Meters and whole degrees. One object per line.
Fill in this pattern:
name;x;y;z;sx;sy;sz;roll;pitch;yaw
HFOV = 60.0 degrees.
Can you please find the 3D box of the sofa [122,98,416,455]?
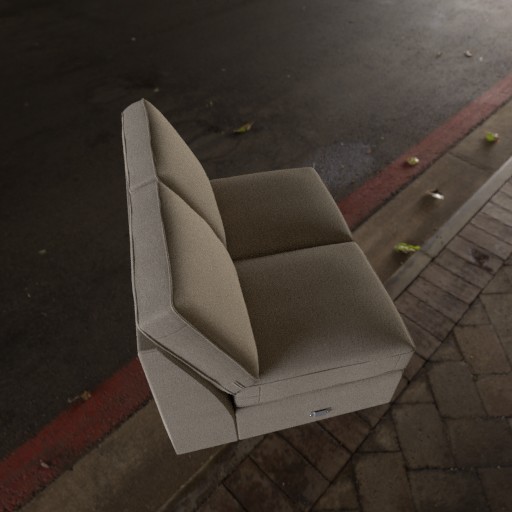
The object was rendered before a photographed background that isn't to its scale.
sofa;0.000;0.000;1.965;0.978;1.006;1.232;-10;47;-9
